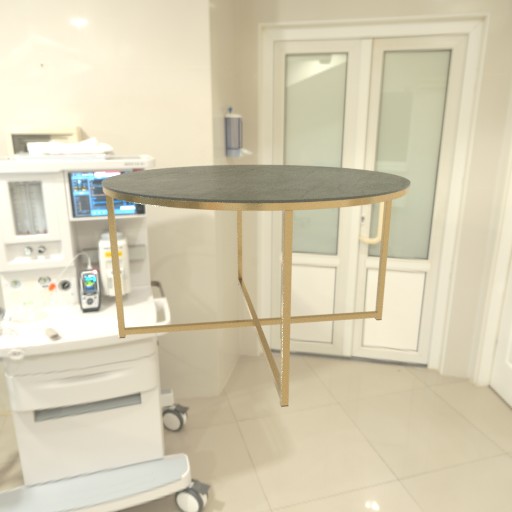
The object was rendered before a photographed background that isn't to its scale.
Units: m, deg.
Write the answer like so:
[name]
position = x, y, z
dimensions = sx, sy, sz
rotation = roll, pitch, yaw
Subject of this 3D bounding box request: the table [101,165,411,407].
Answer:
[table]
position = 0.000, 0.000, 1.273
dimensions = 0.800, 0.450, 0.800
rotation = 0, 16, 0
